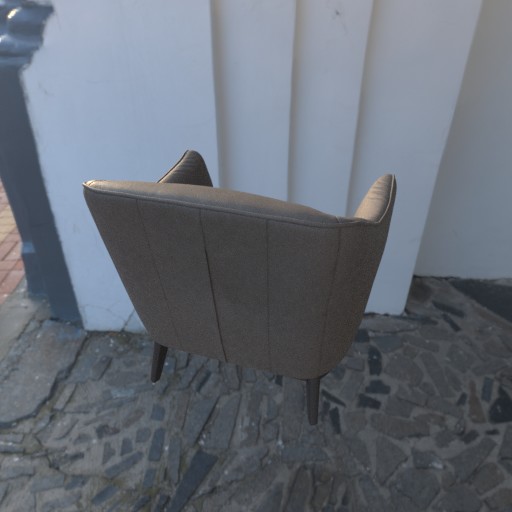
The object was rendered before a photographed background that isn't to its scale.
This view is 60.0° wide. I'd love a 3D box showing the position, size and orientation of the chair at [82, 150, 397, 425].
[{"bbox_3d":[0.000,0.000,1.561,0.871,0.830,0.852,10,35,15],"label":"chair"}]
